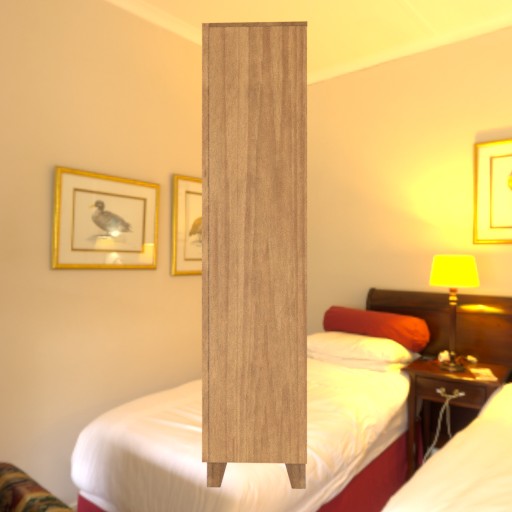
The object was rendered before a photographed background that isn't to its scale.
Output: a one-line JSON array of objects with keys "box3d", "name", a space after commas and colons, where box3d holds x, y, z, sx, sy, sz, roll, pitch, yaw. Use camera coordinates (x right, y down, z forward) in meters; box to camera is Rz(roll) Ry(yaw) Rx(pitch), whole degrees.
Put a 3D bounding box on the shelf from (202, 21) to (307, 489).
[{"box3d": [0.000, 0.000, 2.261, 0.453, 1.930, 0.864, 0, 0, 2], "name": "shelf"}]
